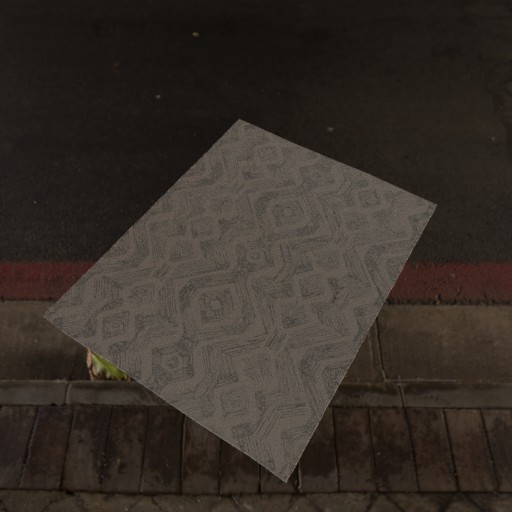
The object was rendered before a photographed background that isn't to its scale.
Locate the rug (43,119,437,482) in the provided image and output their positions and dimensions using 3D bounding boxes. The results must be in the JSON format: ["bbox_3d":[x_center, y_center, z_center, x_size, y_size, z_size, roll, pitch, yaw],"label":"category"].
[{"bbox_3d":[0.000,0.000,4.167,2.430,0.030,3.054,28,61,17],"label":"rug"}]
